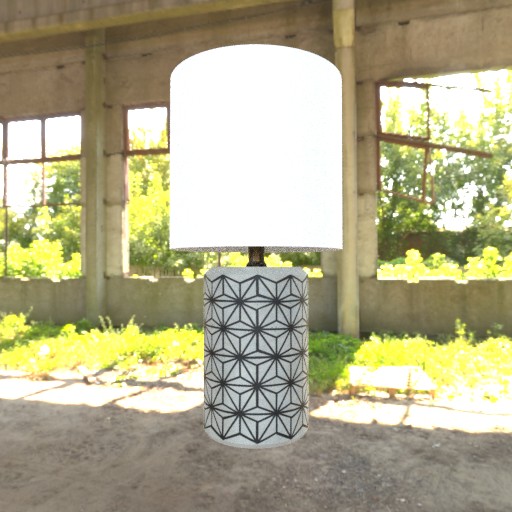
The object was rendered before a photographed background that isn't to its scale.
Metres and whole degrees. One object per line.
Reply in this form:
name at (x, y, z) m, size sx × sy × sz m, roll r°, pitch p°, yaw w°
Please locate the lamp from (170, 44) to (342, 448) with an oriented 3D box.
lamp at (0.000, 0.000, 0.538) m, size 0.206 × 0.416 × 0.206 m, roll 0°, pitch -1°, yaw -19°
